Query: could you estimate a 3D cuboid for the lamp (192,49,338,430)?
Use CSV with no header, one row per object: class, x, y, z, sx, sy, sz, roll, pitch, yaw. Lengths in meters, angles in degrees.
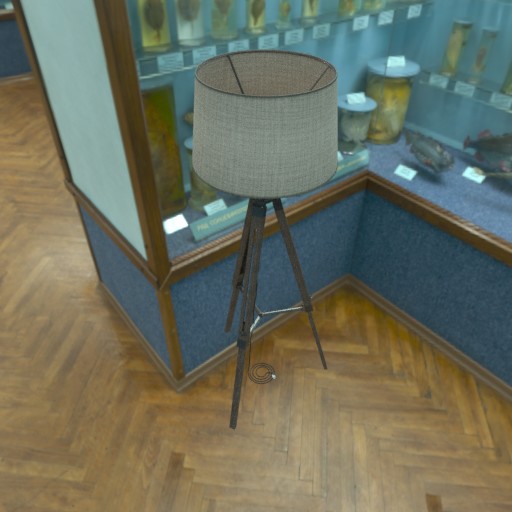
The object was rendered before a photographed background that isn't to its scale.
lamp,0.000,0.000,1.832,0.604,1.510,0.587,-25,46,-27
